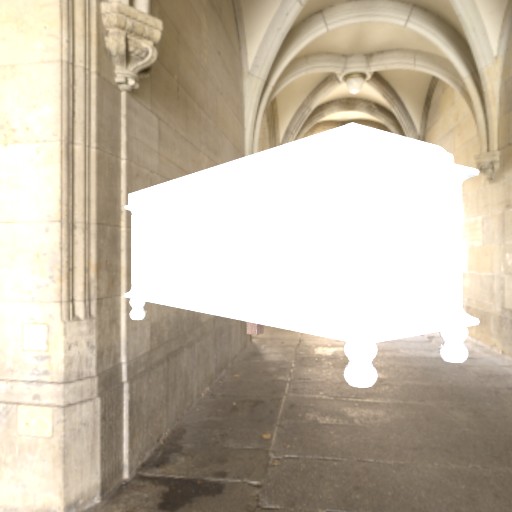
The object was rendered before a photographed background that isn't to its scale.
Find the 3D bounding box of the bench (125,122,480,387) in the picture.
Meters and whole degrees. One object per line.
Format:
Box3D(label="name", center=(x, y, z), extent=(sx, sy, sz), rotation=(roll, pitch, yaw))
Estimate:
Box3D(label="bench", center=(0.000, 0.000, 1.375), extent=(0.402, 0.486, 1.185), rotation=(0, 0, -36))
